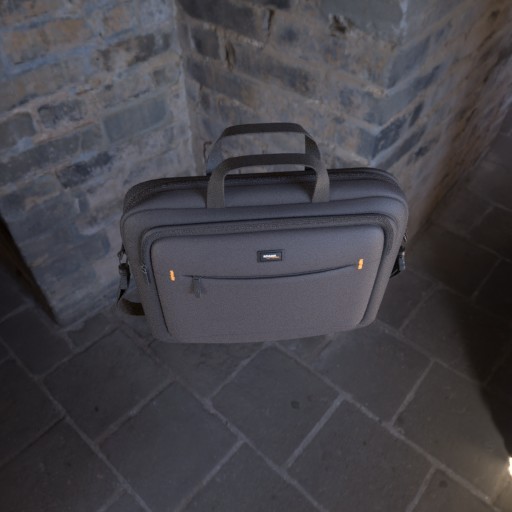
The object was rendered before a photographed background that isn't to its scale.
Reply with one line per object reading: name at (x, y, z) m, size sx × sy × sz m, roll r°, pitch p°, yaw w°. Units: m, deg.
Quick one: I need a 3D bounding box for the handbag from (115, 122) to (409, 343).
handbag at (0.000, 0.000, 0.590) m, size 0.429 × 0.330 × 0.126 m, roll -4°, pitch 47°, yaw -3°
